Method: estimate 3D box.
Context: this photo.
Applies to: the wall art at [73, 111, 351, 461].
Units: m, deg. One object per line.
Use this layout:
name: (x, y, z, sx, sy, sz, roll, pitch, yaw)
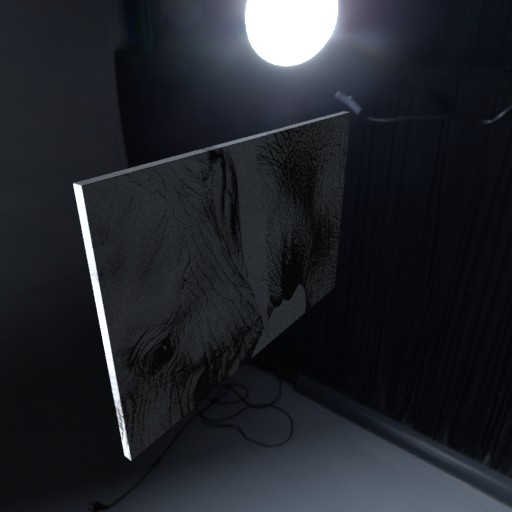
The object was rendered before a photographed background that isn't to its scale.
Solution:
wall art: (0.000, 0.000, 1.143, 0.023, 0.607, 0.914, 19, 32, 33)
